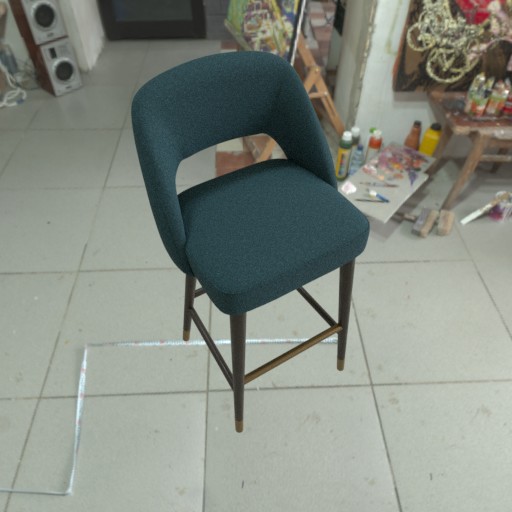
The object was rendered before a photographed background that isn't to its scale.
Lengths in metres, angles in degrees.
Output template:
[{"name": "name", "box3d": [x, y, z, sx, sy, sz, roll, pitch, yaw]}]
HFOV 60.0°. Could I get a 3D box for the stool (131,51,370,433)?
[{"name": "stool", "box3d": [0.000, 0.000, 1.352, 0.536, 1.032, 0.522, -24, 52, -21]}]
